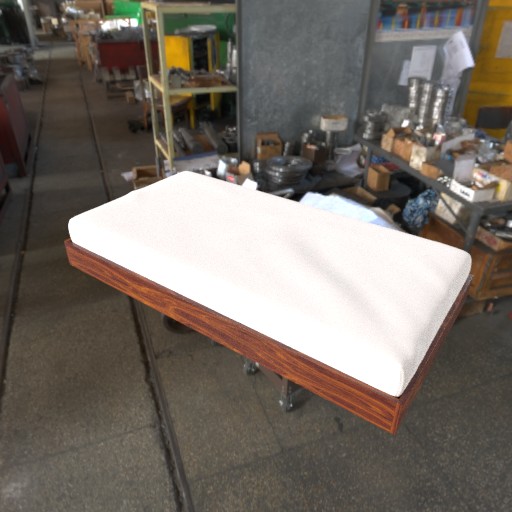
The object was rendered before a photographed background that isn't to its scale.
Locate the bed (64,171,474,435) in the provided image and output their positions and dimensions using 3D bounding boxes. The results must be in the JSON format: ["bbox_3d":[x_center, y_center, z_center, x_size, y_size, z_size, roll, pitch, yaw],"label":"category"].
[{"bbox_3d":[0.000,0.000,2.232,1.860,0.312,0.940,21,37,30],"label":"bed"}]
